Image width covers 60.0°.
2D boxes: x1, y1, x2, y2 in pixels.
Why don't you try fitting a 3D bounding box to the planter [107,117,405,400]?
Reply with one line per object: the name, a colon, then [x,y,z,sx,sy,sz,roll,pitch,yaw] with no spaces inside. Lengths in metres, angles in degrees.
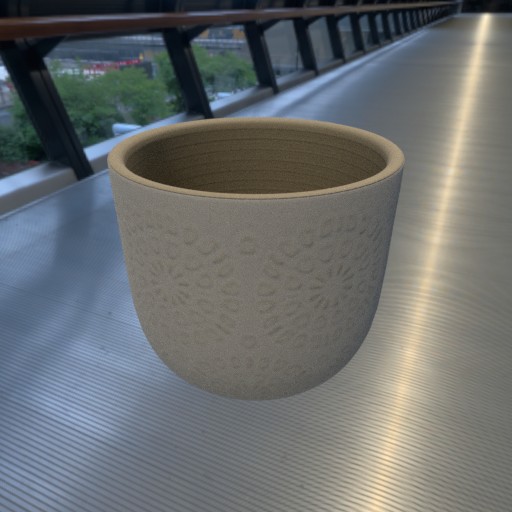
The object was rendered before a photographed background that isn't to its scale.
planter: [0.000,0.000,0.219,0.124,0.109,0.124,0,29,0]
